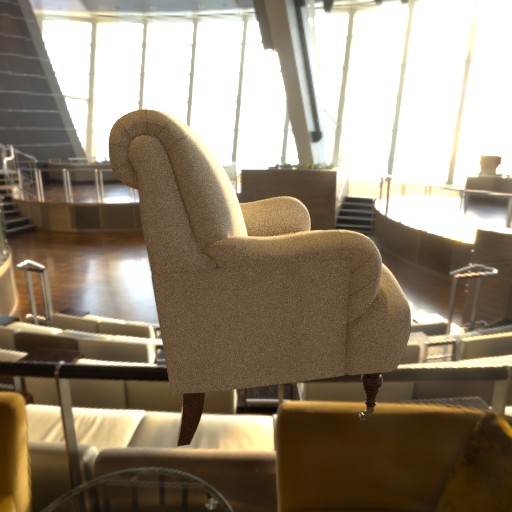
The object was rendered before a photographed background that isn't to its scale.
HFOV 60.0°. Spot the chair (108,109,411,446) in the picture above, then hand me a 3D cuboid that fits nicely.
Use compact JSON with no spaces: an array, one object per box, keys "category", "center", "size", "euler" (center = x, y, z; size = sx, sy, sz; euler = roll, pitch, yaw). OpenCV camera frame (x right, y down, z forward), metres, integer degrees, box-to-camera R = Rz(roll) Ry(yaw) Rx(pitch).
[{"category":"chair","center":[0.000,0.000,1.524],"size":[0.842,0.944,0.766],"euler":[-3,16,-10]}]
